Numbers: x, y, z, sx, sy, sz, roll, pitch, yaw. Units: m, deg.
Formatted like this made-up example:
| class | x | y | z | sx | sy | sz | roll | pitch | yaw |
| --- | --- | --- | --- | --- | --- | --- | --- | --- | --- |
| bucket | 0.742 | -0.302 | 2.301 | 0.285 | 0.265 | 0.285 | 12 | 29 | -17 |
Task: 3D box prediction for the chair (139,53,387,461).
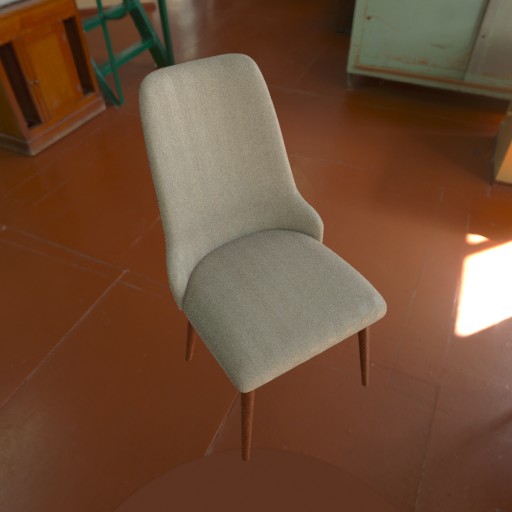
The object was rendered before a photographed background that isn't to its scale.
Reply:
| class | x | y | z | sx | sy | sz | roll | pitch | yaw |
| --- | --- | --- | --- | --- | --- | --- | --- | --- | --- |
| chair | 0.000 | 0.000 | 1.309 | 0.526 | 0.917 | 0.684 | -23 | 49 | -22 |
